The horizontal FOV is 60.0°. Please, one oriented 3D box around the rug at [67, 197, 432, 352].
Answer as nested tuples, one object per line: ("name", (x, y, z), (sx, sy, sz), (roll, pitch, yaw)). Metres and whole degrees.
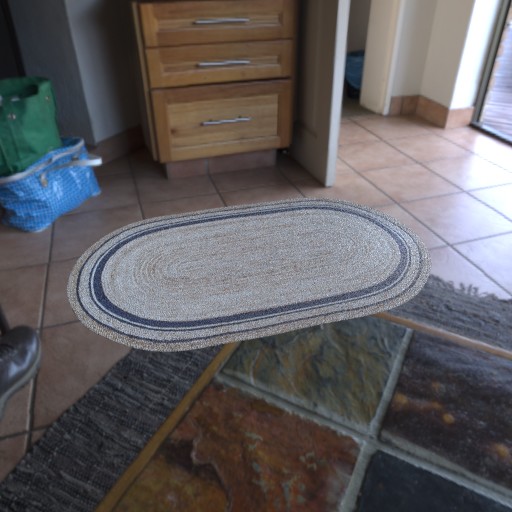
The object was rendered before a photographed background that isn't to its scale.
("rug", (0.000, 0.000, 3.024), (2.432, 0.006, 1.520), (-9, 35, -13))
